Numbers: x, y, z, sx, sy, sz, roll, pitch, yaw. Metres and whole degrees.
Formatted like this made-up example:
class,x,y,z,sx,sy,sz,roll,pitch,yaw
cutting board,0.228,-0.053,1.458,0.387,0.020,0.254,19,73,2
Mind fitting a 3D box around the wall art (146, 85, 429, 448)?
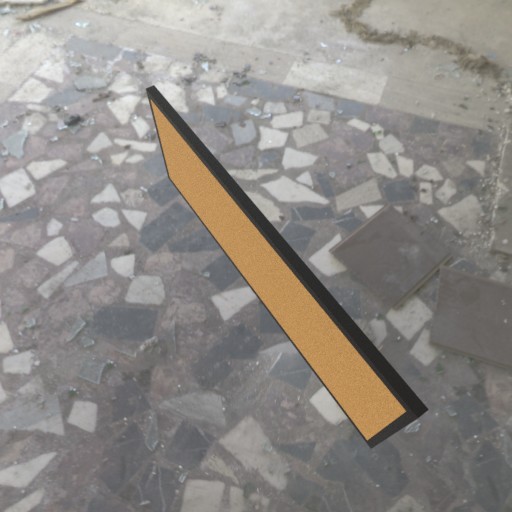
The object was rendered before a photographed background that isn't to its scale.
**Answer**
class,x,y,z,sx,sy,sz,roll,pitch,yaw
wall art,0.000,0.000,1.737,0.041,0.554,1.572,-30,63,-17
